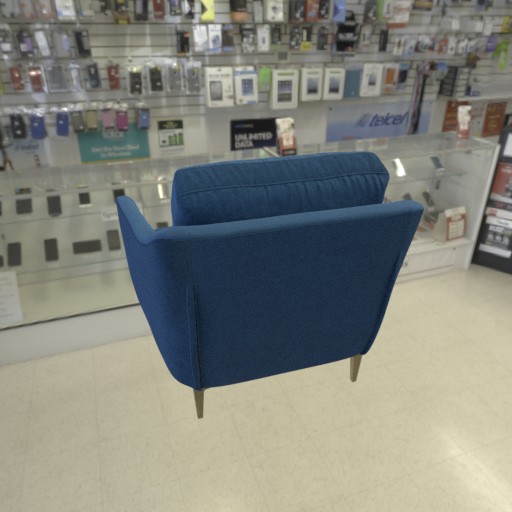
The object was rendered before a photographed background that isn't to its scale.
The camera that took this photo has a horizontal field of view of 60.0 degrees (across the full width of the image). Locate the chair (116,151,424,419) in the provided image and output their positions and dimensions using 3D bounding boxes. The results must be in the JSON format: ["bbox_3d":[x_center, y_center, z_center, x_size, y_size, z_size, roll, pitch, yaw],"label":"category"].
[{"bbox_3d":[0.000,0.000,1.724,0.987,0.899,0.961,-8,29,-15],"label":"chair"}]
